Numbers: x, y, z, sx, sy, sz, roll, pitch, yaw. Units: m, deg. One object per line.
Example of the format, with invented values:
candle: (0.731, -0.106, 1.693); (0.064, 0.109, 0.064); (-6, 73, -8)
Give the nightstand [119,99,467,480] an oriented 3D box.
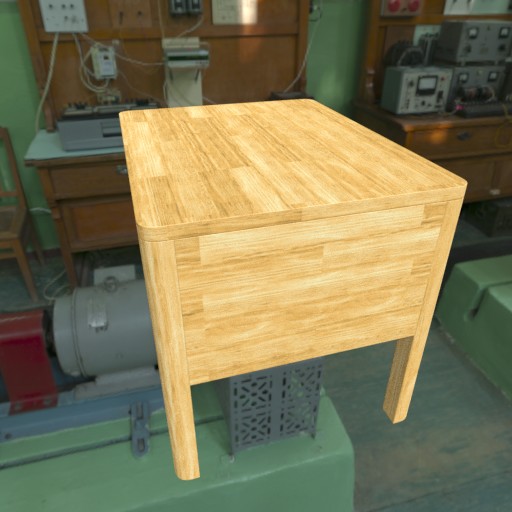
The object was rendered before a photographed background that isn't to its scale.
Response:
nightstand: (0.000, 0.000, 0.888); (0.440, 0.470, 0.560); (-9, 32, -14)
